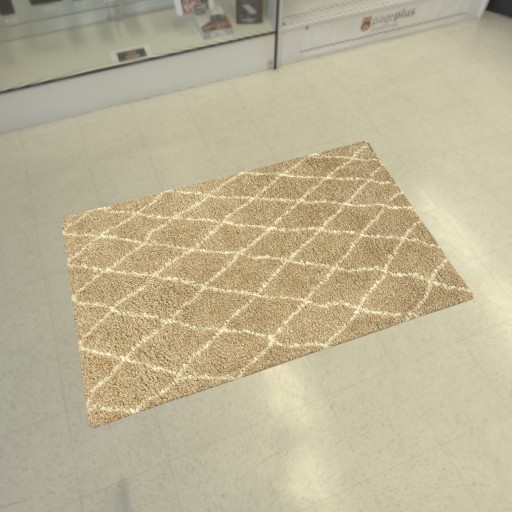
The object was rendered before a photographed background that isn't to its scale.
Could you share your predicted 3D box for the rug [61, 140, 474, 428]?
[{"bbox_3d":[0.000,0.000,3.007,2.438,0.030,1.524,-16,59,-10],"label":"rug"}]
